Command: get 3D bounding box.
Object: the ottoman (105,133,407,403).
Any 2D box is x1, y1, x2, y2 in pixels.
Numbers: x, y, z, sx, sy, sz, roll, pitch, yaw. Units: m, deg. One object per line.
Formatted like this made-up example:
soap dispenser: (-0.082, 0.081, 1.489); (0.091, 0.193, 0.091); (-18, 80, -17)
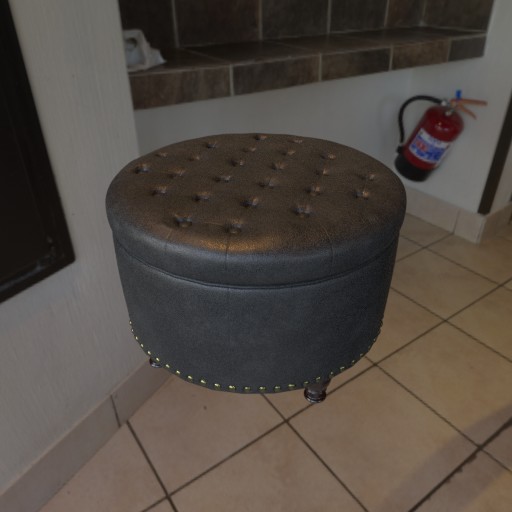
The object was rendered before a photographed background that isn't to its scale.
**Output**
ottoman: (0.000, 0.000, 1.069); (0.637, 0.442, 0.637); (0, 32, 0)
